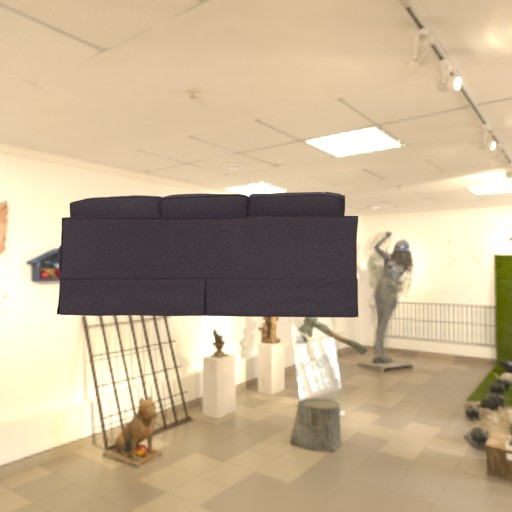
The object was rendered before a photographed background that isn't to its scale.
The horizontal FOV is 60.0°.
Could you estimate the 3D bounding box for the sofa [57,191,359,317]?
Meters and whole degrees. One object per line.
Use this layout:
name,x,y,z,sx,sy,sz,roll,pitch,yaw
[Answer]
sofa,0.000,0.000,5.056,2.874,1.169,3.773,-1,-2,36
